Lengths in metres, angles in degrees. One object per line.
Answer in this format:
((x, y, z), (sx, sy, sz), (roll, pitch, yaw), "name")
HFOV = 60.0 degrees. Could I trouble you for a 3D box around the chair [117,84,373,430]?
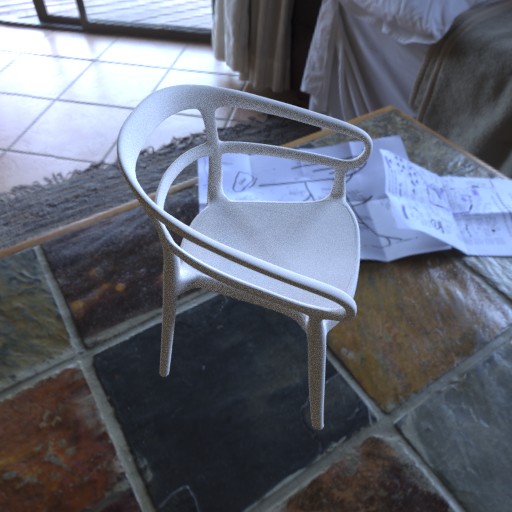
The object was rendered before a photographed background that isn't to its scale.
((0.000, 0.000, 1.156), (0.527, 0.761, 0.559), (10, 48, 9), "chair")
